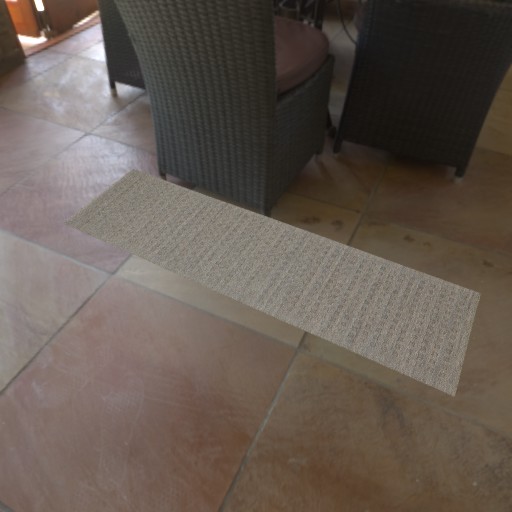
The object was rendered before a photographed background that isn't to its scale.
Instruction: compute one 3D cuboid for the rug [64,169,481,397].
[{"bbox_3d":[0.000,0.000,2.628,2.437,0.005,0.688,22,50,20],"label":"rug"}]
